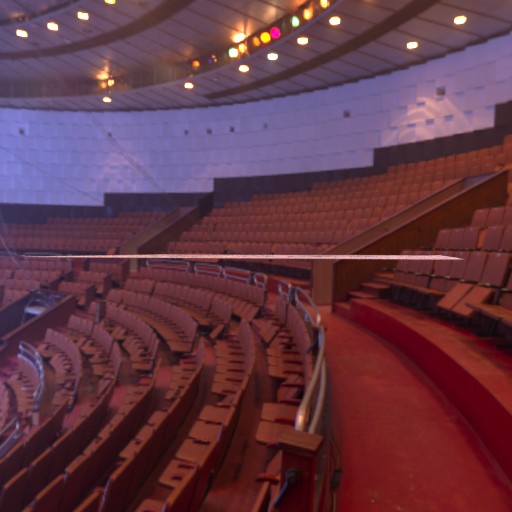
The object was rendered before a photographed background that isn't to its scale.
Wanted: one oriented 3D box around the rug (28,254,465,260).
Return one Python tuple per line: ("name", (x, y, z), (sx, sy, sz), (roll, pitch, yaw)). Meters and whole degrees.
("rug", (0.000, 0.000, 2.248), (1.813, 0.008, 1.223), (0, 1, 19))
